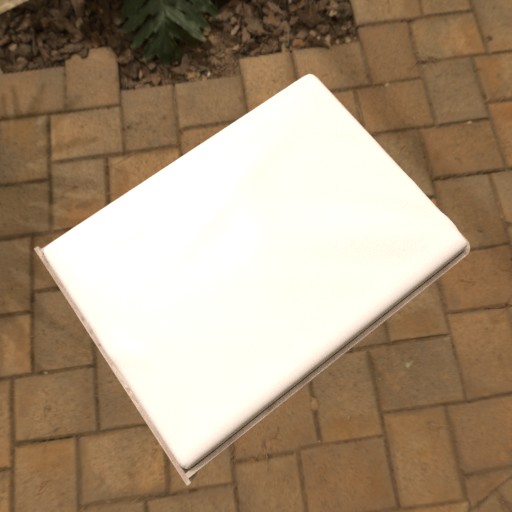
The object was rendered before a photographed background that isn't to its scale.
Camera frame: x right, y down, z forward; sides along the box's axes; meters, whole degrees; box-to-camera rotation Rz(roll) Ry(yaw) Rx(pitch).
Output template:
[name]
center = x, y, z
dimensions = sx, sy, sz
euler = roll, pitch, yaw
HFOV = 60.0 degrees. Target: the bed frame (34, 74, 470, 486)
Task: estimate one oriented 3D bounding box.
[bed frame]
center = 0.000, 0.000, 2.562
dimensions = 1.950, 0.462, 1.490
euler = -36, 78, -9
